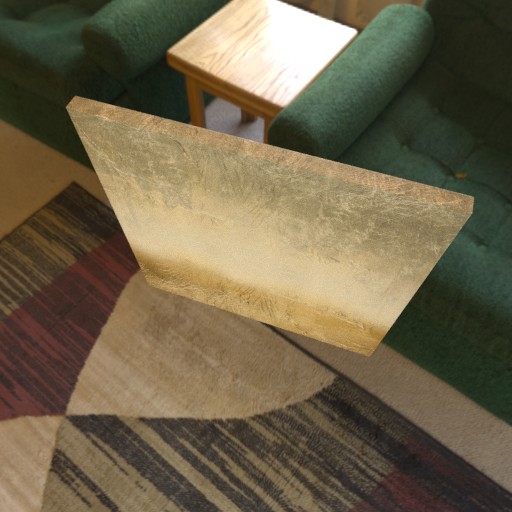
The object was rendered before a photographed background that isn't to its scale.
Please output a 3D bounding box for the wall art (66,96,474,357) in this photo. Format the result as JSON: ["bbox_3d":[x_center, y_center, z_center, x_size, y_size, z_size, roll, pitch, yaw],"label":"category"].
[{"bbox_3d":[0.000,0.000,1.614,1.092,1.091,0.051,17,61,10],"label":"wall art"}]
